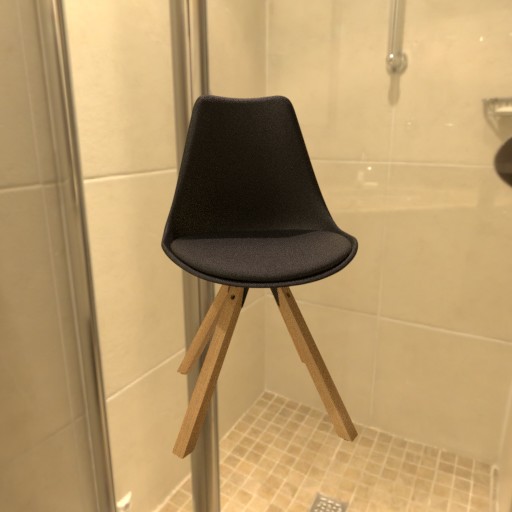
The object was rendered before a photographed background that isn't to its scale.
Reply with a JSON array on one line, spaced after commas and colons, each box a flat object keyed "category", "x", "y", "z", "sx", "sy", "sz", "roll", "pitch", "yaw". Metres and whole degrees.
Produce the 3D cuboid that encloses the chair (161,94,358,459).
[{"category": "chair", "x": 0.000, "y": 0.000, "z": 1.185, "sx": 0.485, "sy": 0.850, "sz": 0.549, "roll": -2, "pitch": 16, "yaw": -8}]
